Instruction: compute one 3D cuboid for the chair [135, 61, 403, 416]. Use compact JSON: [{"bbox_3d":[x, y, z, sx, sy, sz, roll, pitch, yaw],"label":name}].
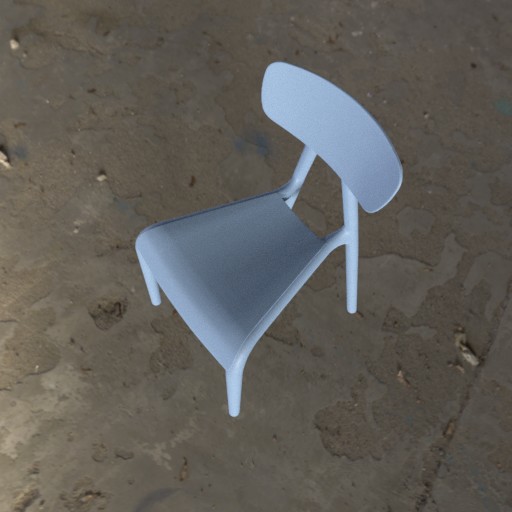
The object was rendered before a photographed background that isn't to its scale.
[{"bbox_3d":[0.000,0.000,0.854,0.401,0.580,0.356,-34,68,-16],"label":"chair"}]
